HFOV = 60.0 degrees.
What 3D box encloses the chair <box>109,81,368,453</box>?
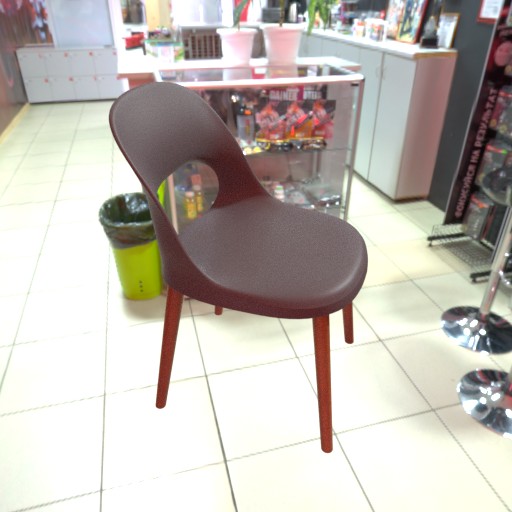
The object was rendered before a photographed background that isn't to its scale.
[{"bbox_3d":[0.000,0.000,1.132,0.556,0.795,0.470,9,32,15],"label":"chair"}]
